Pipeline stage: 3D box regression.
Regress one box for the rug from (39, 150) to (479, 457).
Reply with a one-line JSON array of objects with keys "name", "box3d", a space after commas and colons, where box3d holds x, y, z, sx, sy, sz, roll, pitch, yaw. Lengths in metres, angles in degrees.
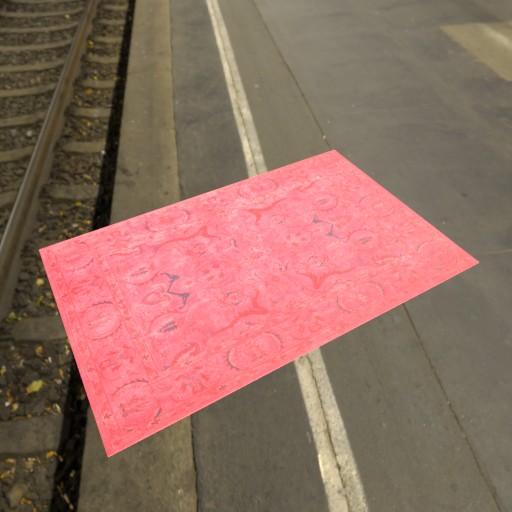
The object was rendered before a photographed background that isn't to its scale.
[{"name": "rug", "box3d": [0.000, 0.000, 2.884, 2.423, 0.010, 1.534, -22, 50, -21]}]
